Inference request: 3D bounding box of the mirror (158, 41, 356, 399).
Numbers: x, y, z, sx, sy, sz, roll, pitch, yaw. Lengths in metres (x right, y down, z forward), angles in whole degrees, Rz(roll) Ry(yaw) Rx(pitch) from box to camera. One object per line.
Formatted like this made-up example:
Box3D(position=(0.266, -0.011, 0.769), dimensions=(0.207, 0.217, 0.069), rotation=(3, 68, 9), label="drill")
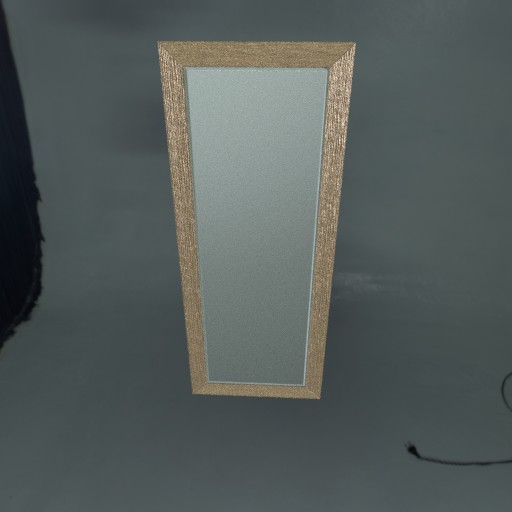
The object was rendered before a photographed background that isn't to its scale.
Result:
Box3D(position=(0.000, 0.000, 2.328), dimensions=(0.812, 2.031, 0.026), rotation=(1, 29, 3), label="mirror")
